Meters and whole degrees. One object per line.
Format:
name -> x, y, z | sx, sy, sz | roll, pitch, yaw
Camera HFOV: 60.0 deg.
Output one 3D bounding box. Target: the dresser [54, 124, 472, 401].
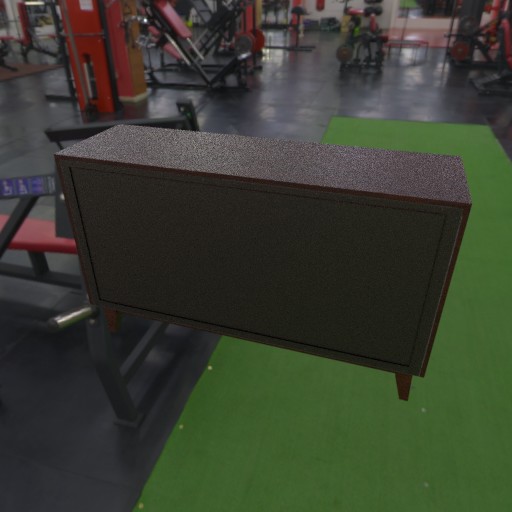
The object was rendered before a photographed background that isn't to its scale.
dresser -> 0.000, 0.000, 2.078 | 1.609, 0.971, 0.499 | 10, 33, 15
